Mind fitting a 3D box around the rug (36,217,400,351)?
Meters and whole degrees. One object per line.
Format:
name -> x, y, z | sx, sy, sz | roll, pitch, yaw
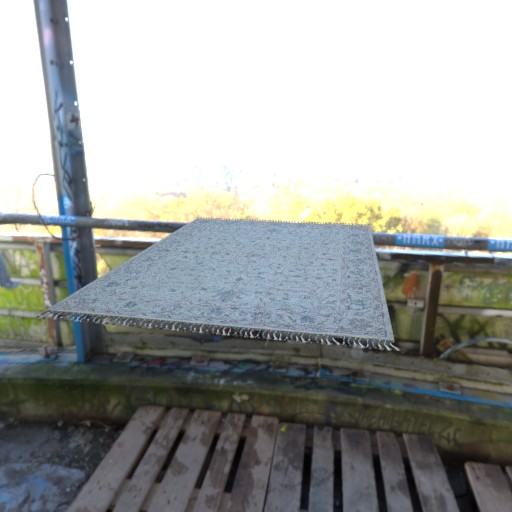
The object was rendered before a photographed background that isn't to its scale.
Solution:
rug -> 0.000, 0.000, 2.283 | 1.247, 0.008, 1.802 | 3, 17, 11
